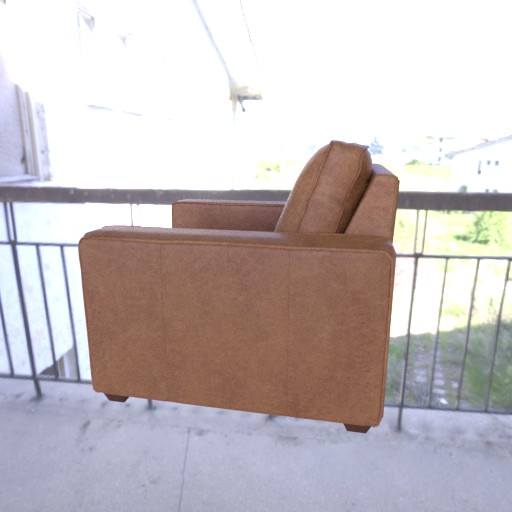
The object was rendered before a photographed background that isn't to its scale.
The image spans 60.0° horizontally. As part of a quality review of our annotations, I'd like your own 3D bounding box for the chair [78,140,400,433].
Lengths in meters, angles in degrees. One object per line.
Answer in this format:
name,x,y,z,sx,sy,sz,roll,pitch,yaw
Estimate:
chair,0.000,0.000,1.776,1.027,0.901,0.987,2,15,9
